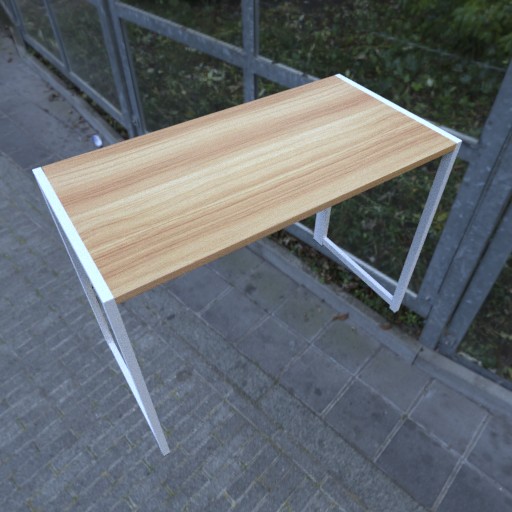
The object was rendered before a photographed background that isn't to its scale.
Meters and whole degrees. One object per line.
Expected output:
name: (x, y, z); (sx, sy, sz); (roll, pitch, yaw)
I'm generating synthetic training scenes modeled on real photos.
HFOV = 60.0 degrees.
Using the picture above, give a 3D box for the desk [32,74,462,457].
desk: (0.000, 0.000, 1.431); (1.016, 0.762, 0.508); (-25, 51, -23)
